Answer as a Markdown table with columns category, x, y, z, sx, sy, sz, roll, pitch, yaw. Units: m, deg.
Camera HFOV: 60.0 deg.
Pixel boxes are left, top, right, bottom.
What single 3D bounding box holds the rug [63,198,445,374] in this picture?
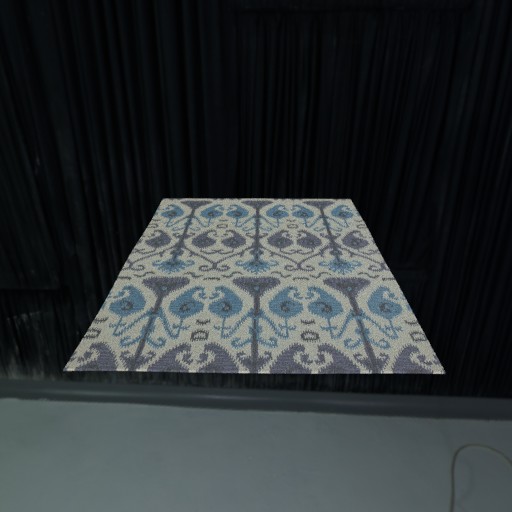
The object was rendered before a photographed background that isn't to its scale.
| category | x | y | z | sx | sy | sz | roll | pitch | yaw |
| --- | --- | --- | --- | --- | --- | --- | --- | --- | --- |
| rug | 0.000 | 0.000 | 2.940 | 1.676 | 0.013 | 2.261 | 0 | 27 | 1 |
